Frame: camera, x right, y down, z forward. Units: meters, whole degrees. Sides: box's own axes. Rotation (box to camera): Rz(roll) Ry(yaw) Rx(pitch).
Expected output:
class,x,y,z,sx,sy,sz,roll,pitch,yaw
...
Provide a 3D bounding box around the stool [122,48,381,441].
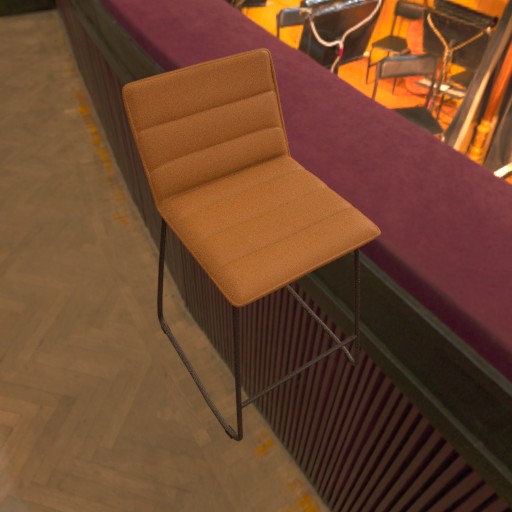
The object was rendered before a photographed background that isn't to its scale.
class,x,y,z,sx,sy,sz,roll,pitch,yaw
stool,0.000,0.000,1.195,0.489,0.866,0.524,-25,51,-22
